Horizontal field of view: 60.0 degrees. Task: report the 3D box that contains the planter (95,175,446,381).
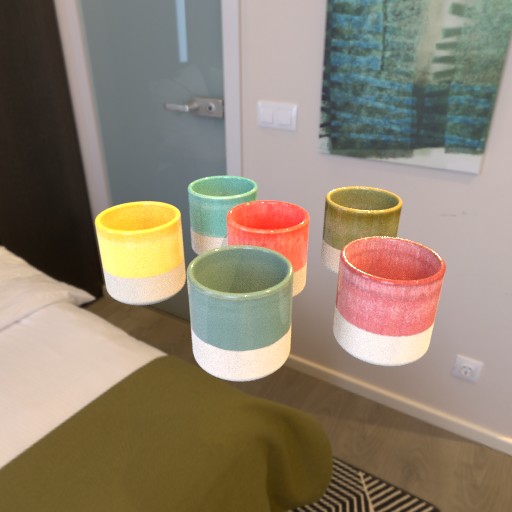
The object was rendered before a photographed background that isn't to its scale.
[{"bbox_3d":[0.000,0.000,0.409,0.286,0.075,0.257,0,27,1],"label":"planter"}]
